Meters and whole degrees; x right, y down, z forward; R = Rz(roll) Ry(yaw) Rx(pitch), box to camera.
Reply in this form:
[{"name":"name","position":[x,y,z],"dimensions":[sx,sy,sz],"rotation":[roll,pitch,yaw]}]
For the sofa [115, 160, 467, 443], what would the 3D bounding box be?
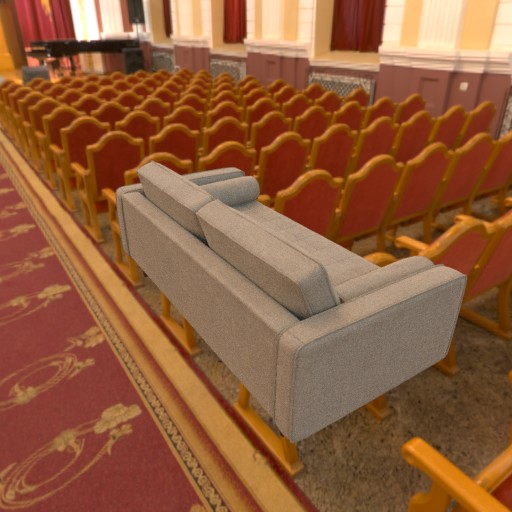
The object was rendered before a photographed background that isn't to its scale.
[{"name":"sofa","position":[0.000,0.000,2.374],"dimensions":[0.914,0.762,1.879],"rotation":[-17,32,-29]}]
